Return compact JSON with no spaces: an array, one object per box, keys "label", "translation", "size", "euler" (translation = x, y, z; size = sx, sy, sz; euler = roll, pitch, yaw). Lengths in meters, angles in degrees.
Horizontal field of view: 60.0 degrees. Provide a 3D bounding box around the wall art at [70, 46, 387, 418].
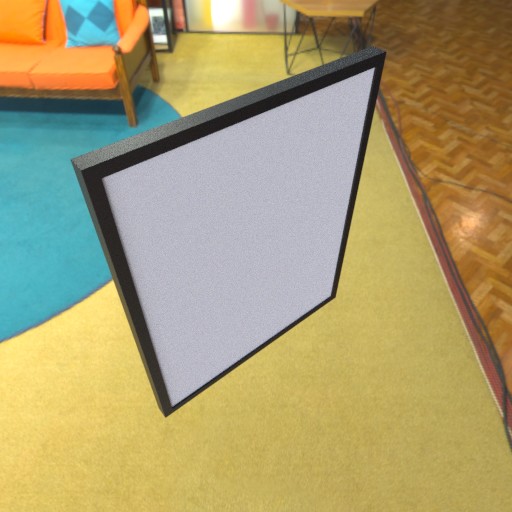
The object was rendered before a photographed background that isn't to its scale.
[{"label":"wall art","translation":[0.000,0.000,0.524],"size":[0.325,0.397,0.018],"euler":[-30,53,-26]}]
